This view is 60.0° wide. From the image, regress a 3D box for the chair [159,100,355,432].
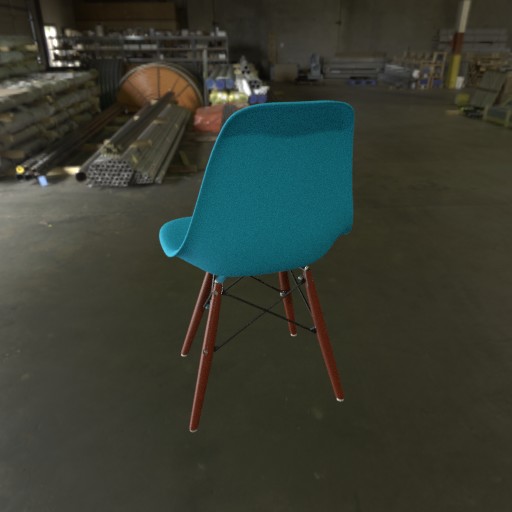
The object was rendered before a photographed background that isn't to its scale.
[{"bbox_3d":[0.000,0.000,1.156,0.470,0.826,0.533,-8,27,-15],"label":"chair"}]
